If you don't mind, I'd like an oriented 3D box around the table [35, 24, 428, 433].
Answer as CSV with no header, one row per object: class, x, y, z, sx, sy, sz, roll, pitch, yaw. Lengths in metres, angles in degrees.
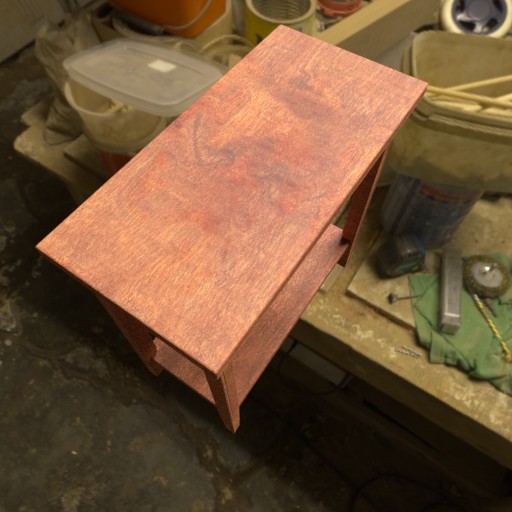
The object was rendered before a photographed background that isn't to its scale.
table,0.000,0.000,0.941,0.305,0.610,0.610,31,64,17
